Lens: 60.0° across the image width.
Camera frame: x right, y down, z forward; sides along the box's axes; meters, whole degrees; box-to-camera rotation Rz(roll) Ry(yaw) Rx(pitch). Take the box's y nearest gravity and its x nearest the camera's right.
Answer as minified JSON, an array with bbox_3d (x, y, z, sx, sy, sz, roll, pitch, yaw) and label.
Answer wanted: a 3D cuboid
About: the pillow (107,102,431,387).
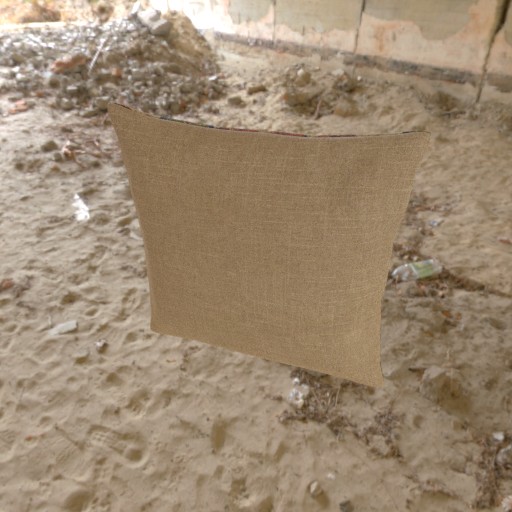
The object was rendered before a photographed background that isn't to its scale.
[{"bbox_3d":[0.000,0.000,0.807,0.523,0.506,0.166,10,33,16],"label":"pillow"}]
